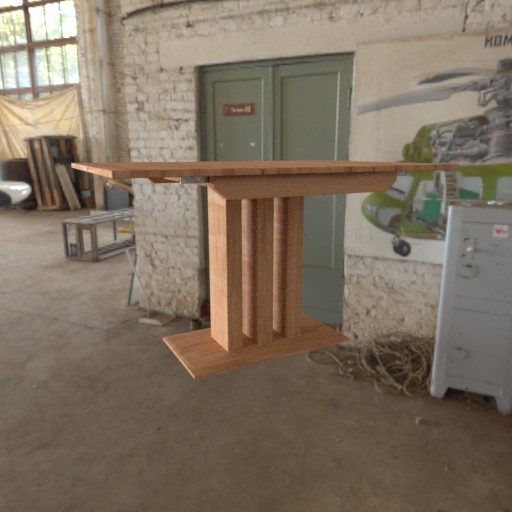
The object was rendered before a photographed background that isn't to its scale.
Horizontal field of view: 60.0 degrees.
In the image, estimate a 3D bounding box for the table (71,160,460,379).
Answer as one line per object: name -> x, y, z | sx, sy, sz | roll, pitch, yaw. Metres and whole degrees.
table -> 0.000, 0.000, 1.883 | 1.300, 0.770, 0.900 | -7, 15, -27
